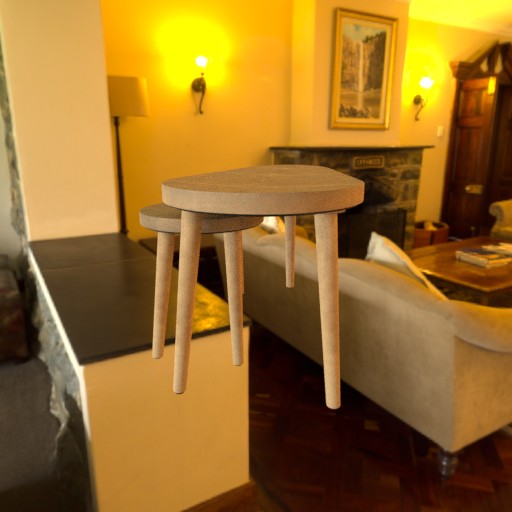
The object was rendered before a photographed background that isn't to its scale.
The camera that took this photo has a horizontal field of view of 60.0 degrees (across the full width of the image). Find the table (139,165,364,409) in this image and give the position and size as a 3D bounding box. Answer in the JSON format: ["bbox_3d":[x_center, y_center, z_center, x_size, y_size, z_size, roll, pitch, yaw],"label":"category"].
[{"bbox_3d":[0.000,0.000,1.616,0.701,0.595,1.190,3,15,10],"label":"table"}]
